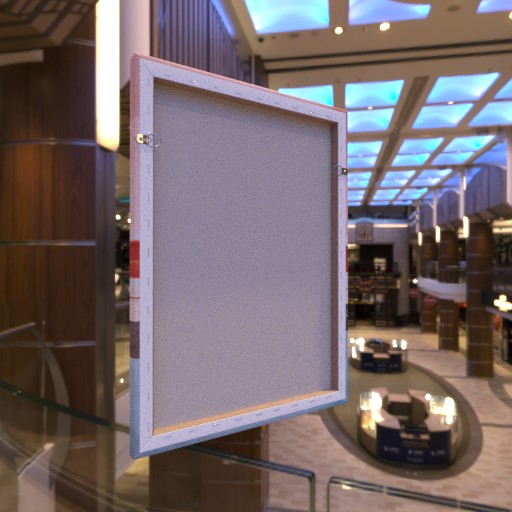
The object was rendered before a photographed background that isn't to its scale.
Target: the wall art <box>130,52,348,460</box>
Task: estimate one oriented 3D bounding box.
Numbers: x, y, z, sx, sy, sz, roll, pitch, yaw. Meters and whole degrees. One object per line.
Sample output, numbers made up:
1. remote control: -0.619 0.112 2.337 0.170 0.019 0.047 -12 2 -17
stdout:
1. wall art: 0.000 0.000 1.335 0.761 1.016 0.039 0 0 -35
